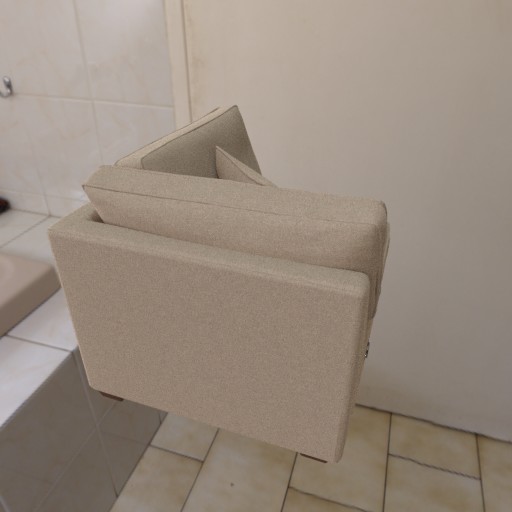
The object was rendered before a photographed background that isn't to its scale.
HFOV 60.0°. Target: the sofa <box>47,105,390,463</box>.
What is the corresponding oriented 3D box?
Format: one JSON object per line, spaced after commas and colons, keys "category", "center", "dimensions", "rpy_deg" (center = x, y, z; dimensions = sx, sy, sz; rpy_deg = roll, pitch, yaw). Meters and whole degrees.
{"category": "sofa", "center": [0.000, 0.000, 1.926], "dimensions": [1.084, 1.002, 1.146], "rpy_deg": [11, 33, 17]}
